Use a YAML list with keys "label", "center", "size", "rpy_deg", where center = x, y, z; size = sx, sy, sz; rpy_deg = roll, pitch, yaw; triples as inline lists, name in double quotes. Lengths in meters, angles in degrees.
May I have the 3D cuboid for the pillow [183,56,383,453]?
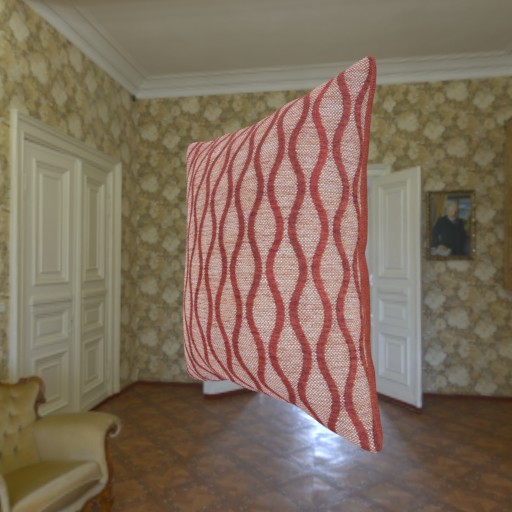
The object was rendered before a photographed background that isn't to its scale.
- label: "pillow"
  center: [0.000, 0.000, 0.646]
  size: [0.159, 0.434, 0.429]
  rpy_deg: [1, -2, -37]
